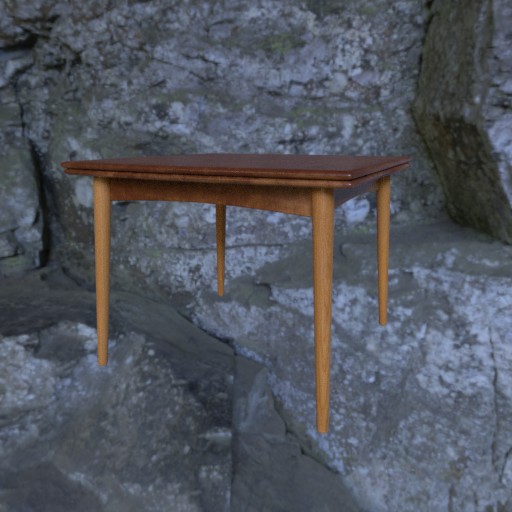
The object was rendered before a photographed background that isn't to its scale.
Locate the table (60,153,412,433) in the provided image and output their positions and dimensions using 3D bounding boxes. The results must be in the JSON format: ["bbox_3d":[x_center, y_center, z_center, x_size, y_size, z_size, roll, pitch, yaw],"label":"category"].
[{"bbox_3d":[0.000,0.000,1.758,0.991,0.754,0.991,7,17,26],"label":"table"}]
